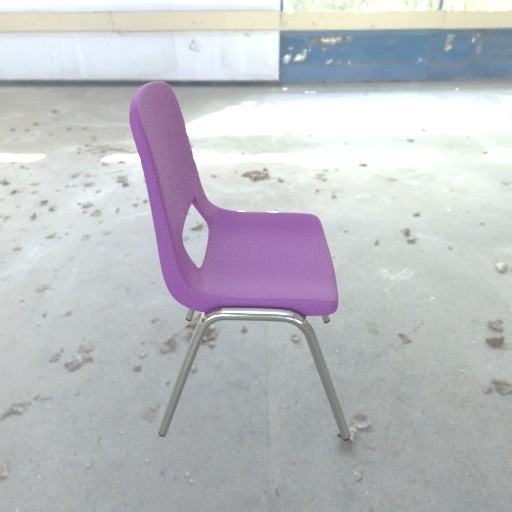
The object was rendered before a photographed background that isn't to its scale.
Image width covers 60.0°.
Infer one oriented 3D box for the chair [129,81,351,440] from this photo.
[{"bbox_3d":[0.000,0.000,0.681,0.301,0.493,0.291,1,32,1],"label":"chair"}]
